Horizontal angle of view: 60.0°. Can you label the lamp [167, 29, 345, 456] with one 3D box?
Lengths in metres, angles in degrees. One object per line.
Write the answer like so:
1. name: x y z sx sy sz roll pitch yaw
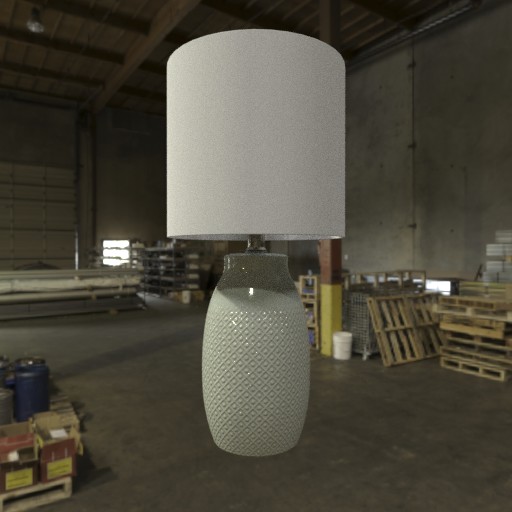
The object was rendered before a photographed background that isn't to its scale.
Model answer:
1. lamp: 0.000 0.000 0.550 0.217 0.453 0.217 0 0 -35
